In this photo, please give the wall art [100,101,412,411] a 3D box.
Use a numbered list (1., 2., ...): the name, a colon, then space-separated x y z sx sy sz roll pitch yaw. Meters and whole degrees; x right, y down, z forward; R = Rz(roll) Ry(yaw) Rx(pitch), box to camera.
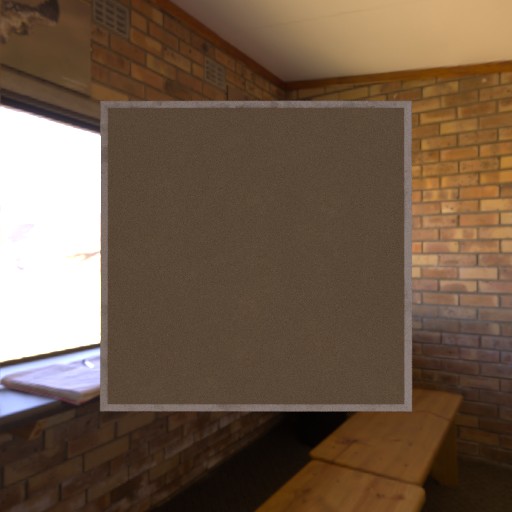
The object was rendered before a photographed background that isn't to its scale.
1. wall art: 0.000 0.000 0.452 0.305 0.303 0.038 0 0 0
